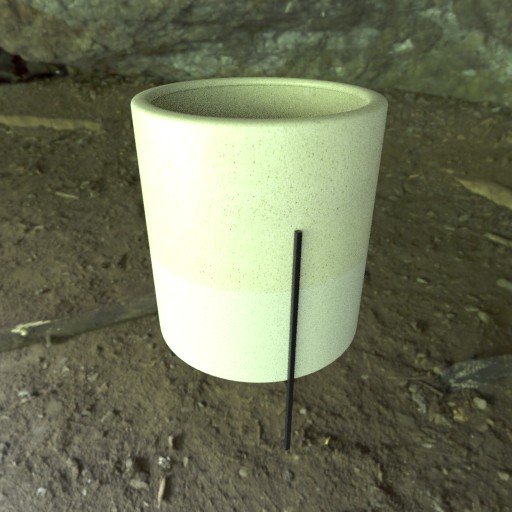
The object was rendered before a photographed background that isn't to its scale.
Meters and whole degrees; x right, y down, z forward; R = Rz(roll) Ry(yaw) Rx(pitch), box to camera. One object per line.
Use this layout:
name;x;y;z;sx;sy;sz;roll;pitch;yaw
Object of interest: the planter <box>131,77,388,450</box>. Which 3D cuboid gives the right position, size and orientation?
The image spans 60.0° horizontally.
planter;0.000;0.000;0.692;0.333;0.483;0.324;8;30;13
